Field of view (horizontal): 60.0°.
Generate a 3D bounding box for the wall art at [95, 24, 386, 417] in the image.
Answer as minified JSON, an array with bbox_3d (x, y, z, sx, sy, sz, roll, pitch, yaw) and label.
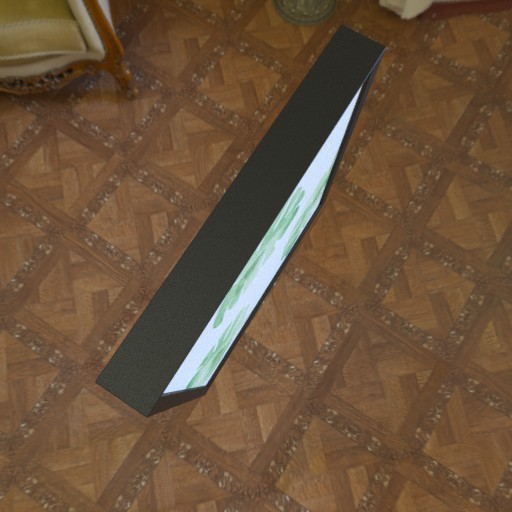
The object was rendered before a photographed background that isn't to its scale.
[{"bbox_3d":[0.000,0.000,0.442,0.038,0.304,0.304,31,77,8],"label":"wall art"}]
